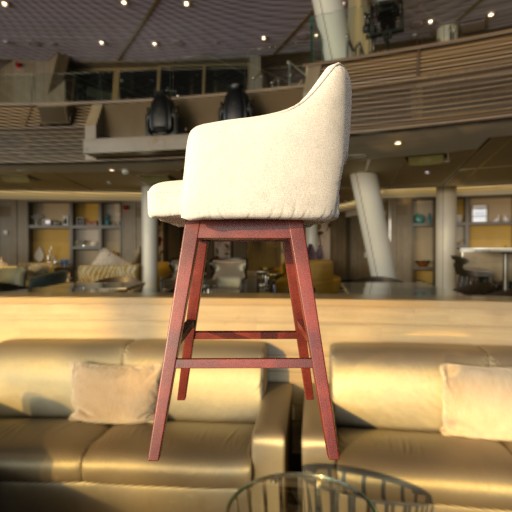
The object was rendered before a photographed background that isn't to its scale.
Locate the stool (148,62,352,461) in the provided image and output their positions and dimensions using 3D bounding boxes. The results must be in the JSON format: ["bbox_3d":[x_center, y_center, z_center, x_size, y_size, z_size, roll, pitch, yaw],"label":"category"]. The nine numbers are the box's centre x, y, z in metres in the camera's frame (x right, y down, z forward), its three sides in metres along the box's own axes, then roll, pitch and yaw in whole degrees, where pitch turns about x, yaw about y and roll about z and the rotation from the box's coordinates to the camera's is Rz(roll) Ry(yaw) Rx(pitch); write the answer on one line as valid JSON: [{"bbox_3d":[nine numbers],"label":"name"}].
[{"bbox_3d":[0.000,0.000,1.332,0.558,1.012,0.548,0,1,-1],"label":"stool"}]
